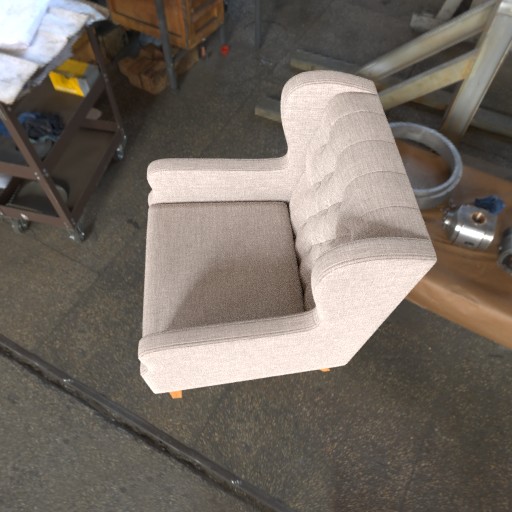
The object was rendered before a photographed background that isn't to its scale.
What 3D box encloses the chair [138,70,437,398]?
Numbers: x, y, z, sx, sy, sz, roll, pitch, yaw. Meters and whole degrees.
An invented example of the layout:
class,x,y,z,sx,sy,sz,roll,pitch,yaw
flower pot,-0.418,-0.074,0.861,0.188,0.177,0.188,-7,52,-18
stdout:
class,x,y,z,sx,sy,sz,roll,pitch,yaw
chair,0.000,0.000,1.475,0.760,0.930,0.710,-4,58,-3
